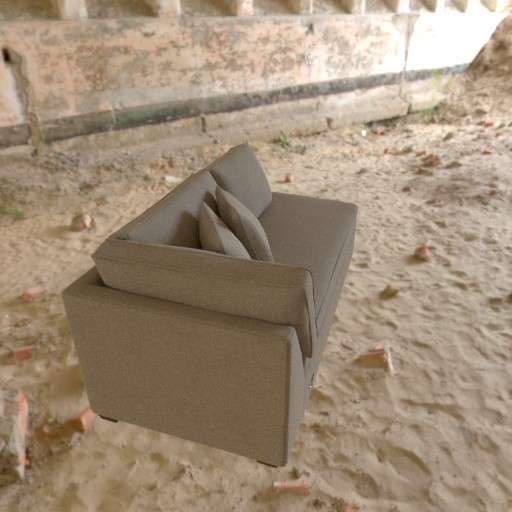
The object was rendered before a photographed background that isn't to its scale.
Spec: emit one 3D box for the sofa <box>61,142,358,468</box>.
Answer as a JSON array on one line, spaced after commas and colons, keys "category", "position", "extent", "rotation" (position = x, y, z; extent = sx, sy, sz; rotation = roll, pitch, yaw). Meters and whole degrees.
[{"category": "sofa", "position": [0.000, 0.000, 2.872], "extent": [1.110, 1.019, 2.238], "rotation": [9, 31, 16]}]
